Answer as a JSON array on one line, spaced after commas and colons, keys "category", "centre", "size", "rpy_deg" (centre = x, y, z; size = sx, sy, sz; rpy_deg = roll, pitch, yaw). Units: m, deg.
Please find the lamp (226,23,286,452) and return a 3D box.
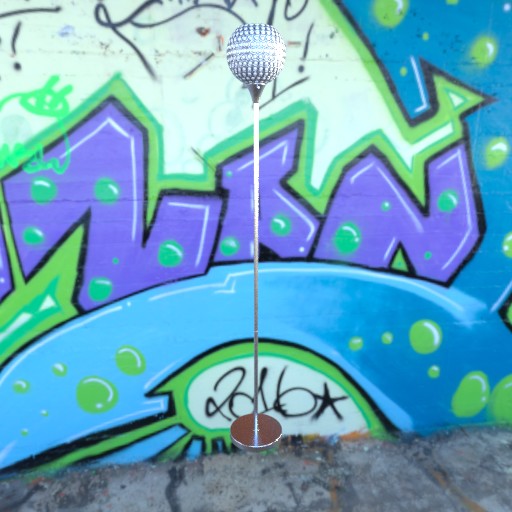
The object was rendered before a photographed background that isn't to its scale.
[{"category": "lamp", "centre": [0.000, 0.000, 1.925], "size": [0.254, 1.805, 0.254], "rpy_deg": [0, 15, 0]}]
